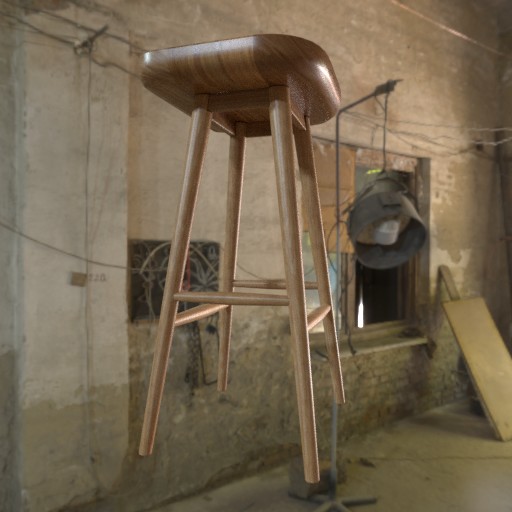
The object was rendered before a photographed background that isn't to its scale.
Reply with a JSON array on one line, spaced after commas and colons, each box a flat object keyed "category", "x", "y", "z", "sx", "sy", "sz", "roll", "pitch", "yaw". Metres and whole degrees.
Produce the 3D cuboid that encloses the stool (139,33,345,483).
[{"category": "stool", "x": 0.000, "y": 0.000, "z": 0.908, "sx": 0.322, "sy": 0.698, "sz": 0.407, "roll": 0, "pitch": 1, "yaw": 18}]
